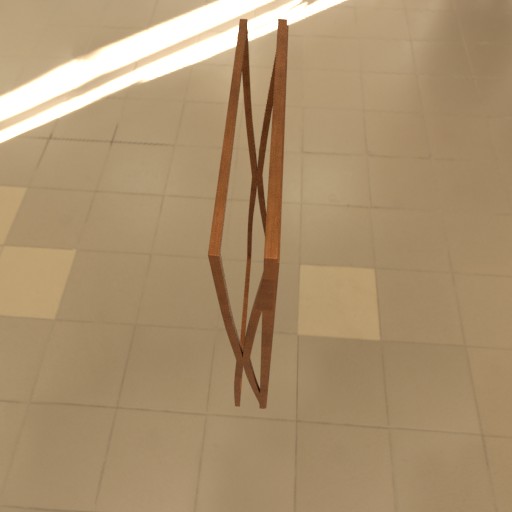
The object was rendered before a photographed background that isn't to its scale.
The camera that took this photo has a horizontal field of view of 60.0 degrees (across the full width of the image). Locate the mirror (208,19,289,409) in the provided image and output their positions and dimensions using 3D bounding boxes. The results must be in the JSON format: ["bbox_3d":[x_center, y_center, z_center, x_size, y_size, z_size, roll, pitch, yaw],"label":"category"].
[{"bbox_3d":[0.000,0.000,0.950,0.082,0.768,0.468,3,59,2],"label":"mirror"}]
